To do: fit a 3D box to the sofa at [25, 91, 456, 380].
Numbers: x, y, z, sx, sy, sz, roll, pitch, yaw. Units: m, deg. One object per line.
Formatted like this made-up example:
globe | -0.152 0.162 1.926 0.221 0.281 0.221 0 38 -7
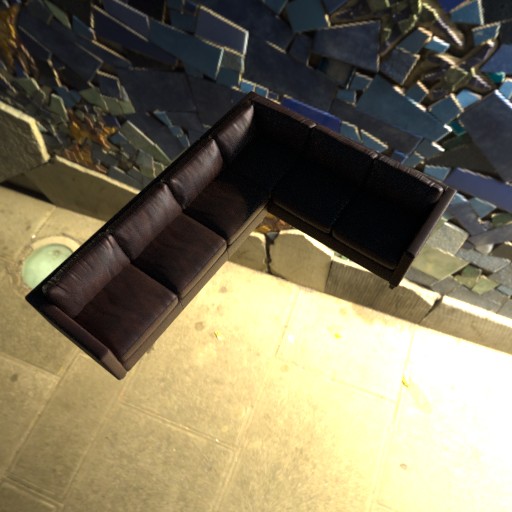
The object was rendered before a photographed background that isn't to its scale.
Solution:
sofa | 0.000 0.000 4.146 2.438 0.836 3.152 32 64 18
